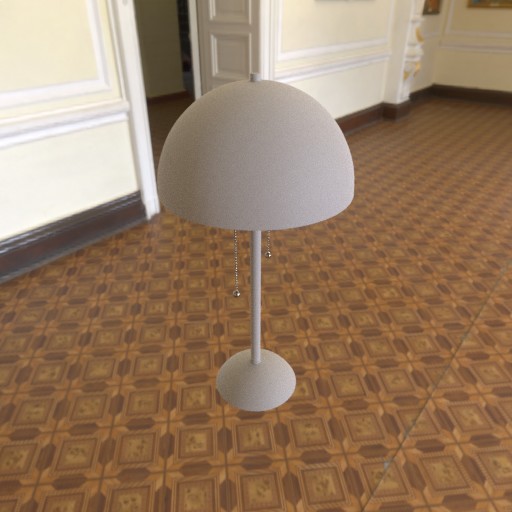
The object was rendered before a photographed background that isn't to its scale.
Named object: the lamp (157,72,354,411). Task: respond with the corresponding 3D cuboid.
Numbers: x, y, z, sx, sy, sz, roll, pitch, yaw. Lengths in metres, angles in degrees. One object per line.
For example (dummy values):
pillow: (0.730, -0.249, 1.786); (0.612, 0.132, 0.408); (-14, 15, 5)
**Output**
lamp: (0.000, 0.000, 0.429); (0.171, 0.330, 0.171); (0, 30, 0)
